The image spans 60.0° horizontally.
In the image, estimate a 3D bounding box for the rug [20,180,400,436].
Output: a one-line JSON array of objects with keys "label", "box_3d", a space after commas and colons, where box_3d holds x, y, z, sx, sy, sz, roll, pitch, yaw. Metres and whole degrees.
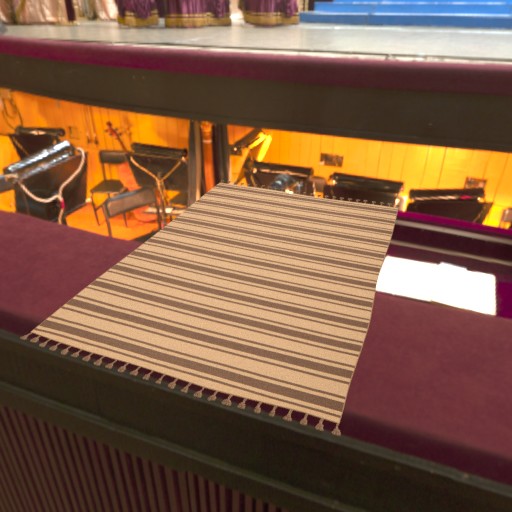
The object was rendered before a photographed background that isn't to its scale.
[{"label": "rug", "box_3d": [0.000, 0.000, 3.679, 2.030, 0.017, 3.040, 11, 32, 18]}]
